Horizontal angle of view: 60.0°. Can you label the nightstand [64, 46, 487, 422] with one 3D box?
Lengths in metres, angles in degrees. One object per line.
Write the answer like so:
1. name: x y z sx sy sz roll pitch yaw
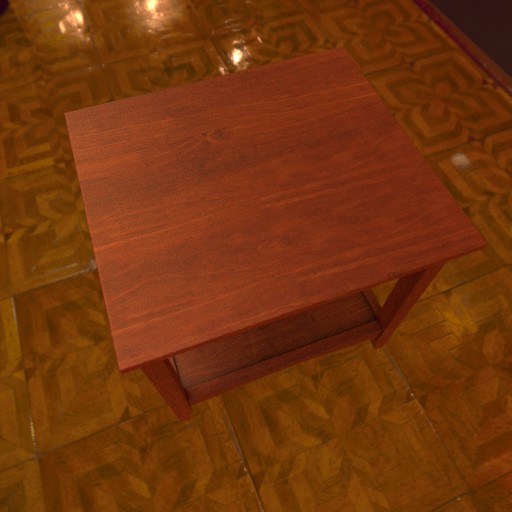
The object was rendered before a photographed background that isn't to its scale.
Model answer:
1. nightstand: 0.000 0.000 0.975 0.558 0.558 0.501 -18 62 -10
